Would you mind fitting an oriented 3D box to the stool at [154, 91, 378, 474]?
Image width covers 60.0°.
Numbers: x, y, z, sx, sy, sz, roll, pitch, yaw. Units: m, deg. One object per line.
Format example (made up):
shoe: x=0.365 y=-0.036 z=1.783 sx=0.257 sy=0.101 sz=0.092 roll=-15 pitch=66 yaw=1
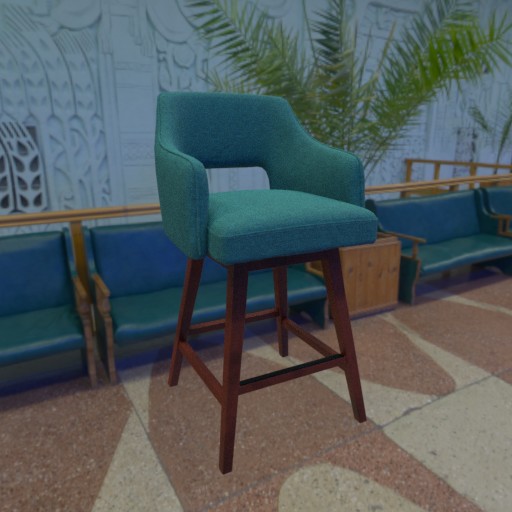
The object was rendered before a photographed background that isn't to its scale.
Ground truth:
stool: x=0.000 y=0.000 z=1.331 sx=0.548 sy=0.961 sz=0.556 roll=-8 pitch=18 yaw=-26
